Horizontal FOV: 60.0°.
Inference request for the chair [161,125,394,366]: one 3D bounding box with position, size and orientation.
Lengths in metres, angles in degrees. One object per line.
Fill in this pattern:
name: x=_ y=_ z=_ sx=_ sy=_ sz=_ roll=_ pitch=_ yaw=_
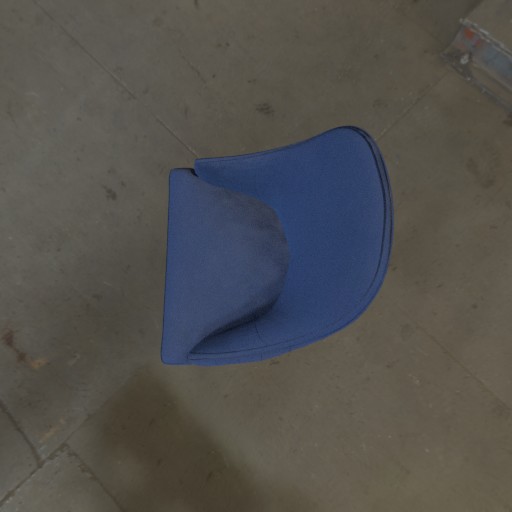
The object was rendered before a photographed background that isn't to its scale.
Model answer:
chair: x=0.000 y=0.000 z=1.336 sx=0.575 sy=0.889 sz=0.643 roll=0 pitch=76 yaw=0
